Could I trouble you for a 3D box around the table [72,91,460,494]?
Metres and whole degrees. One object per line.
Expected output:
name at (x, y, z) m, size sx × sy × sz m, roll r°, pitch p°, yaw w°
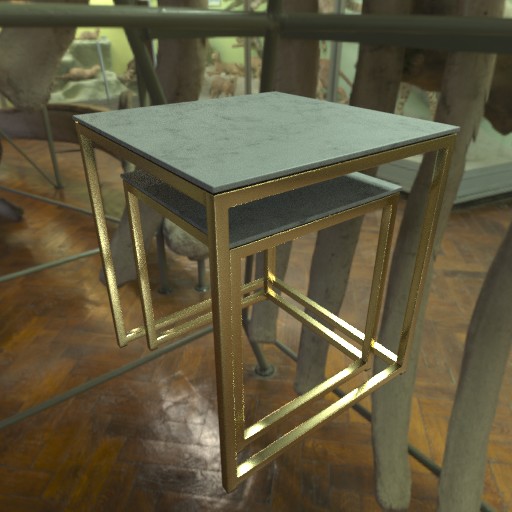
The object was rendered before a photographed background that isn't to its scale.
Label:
table at (0.000, 0.000, 0.840) m, size 0.450 × 0.500 × 0.450 m, roll -20°, pitch 34°, yaw -32°
